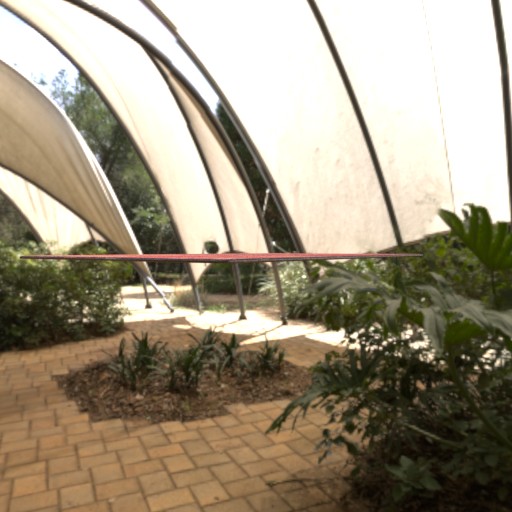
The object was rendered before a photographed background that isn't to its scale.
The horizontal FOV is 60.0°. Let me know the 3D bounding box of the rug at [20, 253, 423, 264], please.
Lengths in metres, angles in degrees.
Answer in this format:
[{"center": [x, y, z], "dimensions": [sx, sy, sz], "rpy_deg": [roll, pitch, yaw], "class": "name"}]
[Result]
[{"center": [0.000, 0.000, 3.027], "dimensions": [1.539, 0.018, 2.449], "rpy_deg": [1, 1, 36], "class": "rug"}]
